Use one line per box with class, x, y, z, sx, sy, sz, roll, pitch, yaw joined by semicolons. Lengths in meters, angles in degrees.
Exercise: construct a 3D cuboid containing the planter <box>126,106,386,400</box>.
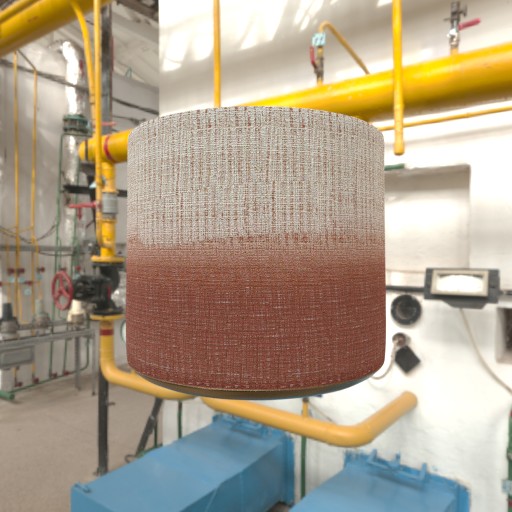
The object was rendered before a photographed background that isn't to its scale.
planter;0.000;0.000;0.315;0.178;0.157;0.178;0;1;0
